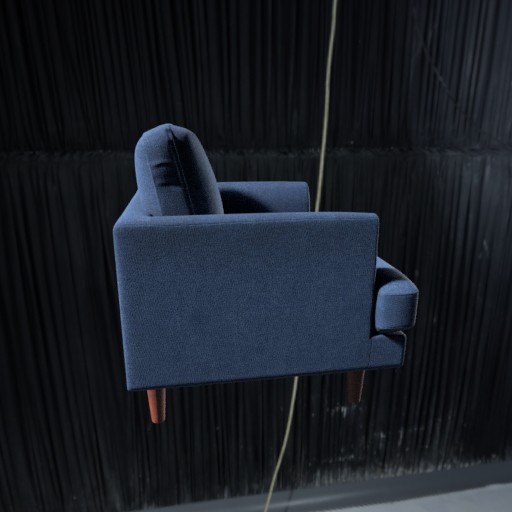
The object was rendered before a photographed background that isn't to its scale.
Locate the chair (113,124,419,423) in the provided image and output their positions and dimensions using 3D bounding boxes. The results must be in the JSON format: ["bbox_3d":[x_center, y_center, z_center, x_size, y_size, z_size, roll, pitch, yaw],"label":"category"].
[{"bbox_3d":[0.000,0.000,1.673,0.899,0.957,0.858,-3,17,-9],"label":"chair"}]
